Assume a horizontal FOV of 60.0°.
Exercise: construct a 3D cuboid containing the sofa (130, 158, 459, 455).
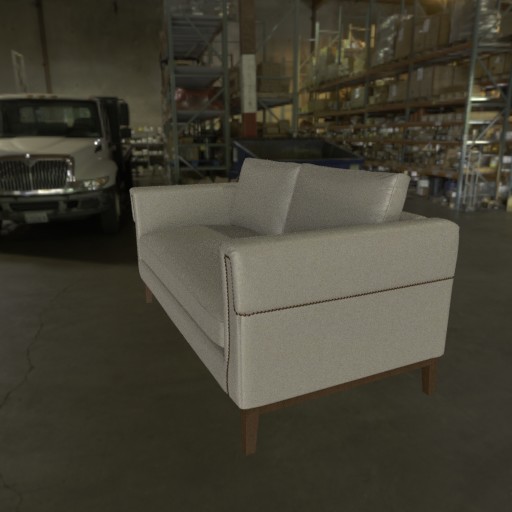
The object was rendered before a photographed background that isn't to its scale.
[{"bbox_3d":[0.000,0.000,2.152,0.899,0.873,1.598,-7,17,-25],"label":"sofa"}]
